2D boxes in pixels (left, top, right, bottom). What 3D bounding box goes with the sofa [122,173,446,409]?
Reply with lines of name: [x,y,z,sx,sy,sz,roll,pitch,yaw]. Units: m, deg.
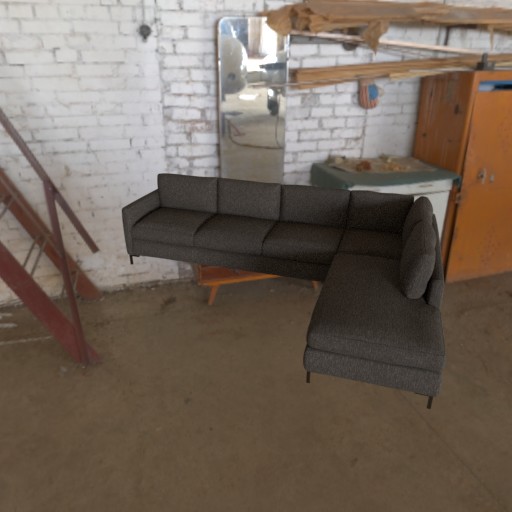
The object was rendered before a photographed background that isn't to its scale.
sofa: [0.000,0.000,3.778,2.949,0.815,2.007,8,26,16]
